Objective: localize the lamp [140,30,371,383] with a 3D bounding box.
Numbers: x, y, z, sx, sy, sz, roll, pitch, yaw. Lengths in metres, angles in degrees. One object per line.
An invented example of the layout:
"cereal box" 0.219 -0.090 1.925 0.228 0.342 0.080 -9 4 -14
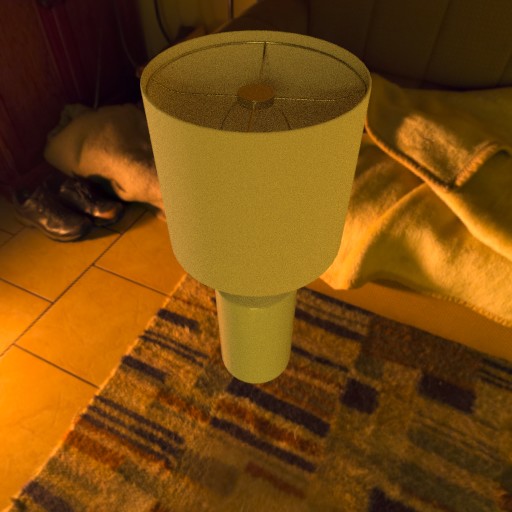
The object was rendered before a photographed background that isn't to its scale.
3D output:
"lamp" 0.000 0.000 0.590 0.212 0.493 0.212 4 47 4
